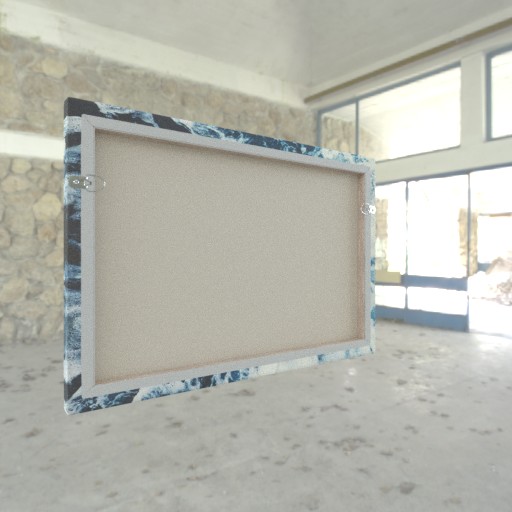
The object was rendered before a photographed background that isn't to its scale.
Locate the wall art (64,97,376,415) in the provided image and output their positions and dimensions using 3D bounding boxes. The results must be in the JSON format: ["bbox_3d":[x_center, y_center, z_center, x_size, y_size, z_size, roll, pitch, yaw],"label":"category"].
[{"bbox_3d":[0.000,0.000,1.880,1.524,1.017,0.055,0,0,-37],"label":"wall art"}]
